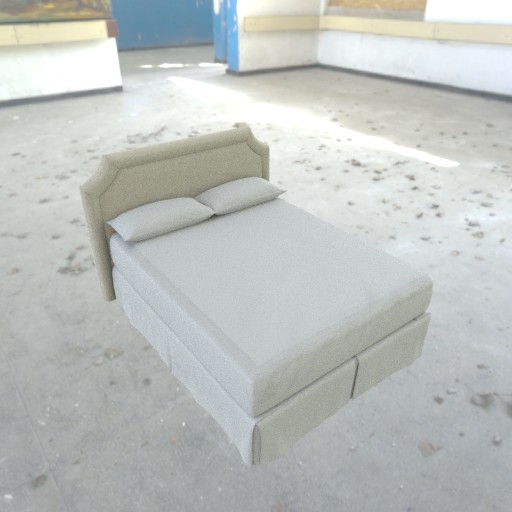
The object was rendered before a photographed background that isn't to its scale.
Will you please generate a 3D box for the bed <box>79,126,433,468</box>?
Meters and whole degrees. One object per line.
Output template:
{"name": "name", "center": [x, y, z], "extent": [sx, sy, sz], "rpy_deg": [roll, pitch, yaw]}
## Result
{"name": "bed", "center": [0.000, 0.000, 3.355], "extent": [1.828, 1.297, 2.164], "rpy_deg": [-21, 37, -31]}
